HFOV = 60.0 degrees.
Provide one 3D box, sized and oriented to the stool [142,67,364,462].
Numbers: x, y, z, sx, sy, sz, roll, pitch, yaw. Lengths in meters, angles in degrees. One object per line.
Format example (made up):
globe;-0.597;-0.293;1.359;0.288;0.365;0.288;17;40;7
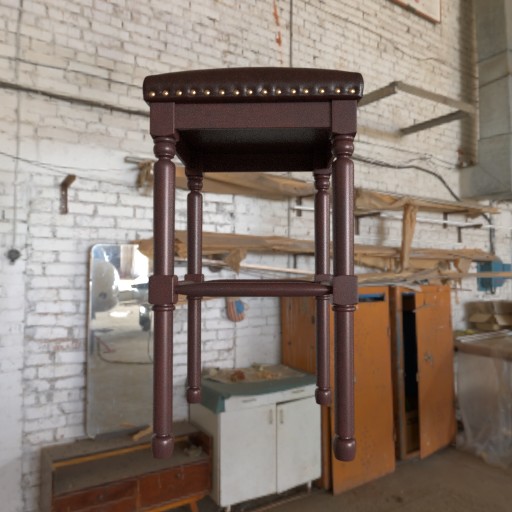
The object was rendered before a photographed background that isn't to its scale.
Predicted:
stool;0.000;0.000;0.933;0.383;0.702;0.382;0;-2;2
